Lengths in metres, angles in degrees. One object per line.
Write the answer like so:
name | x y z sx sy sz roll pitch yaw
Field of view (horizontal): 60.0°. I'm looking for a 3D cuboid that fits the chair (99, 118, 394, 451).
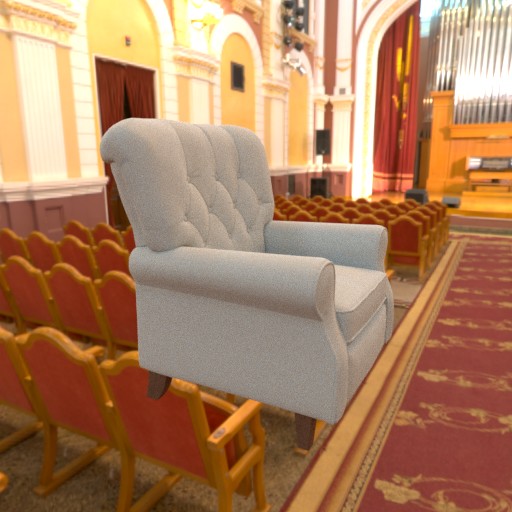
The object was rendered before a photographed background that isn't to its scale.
chair | 0.000 0.000 2.037 1.128 1.217 1.090 7 15 28
